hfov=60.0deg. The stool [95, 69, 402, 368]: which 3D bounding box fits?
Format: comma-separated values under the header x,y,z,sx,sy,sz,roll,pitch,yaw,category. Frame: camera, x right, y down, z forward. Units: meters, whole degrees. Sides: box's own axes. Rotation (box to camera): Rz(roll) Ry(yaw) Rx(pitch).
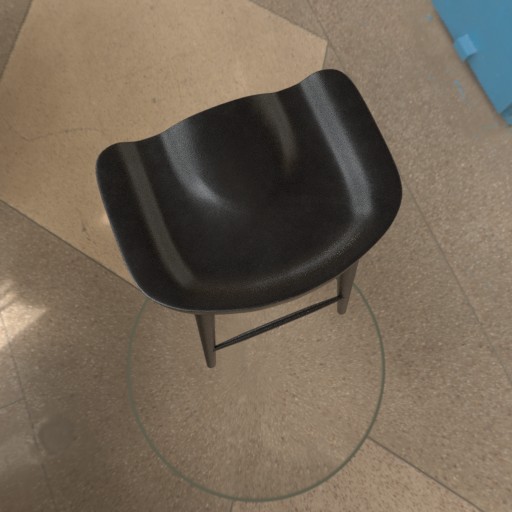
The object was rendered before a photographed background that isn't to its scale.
x,y,z,sx,sy,sz,roll,pitch,yaw,category
0.000,0.000,0.973,0.440,0.749,0.361,-21,78,-5,stool
